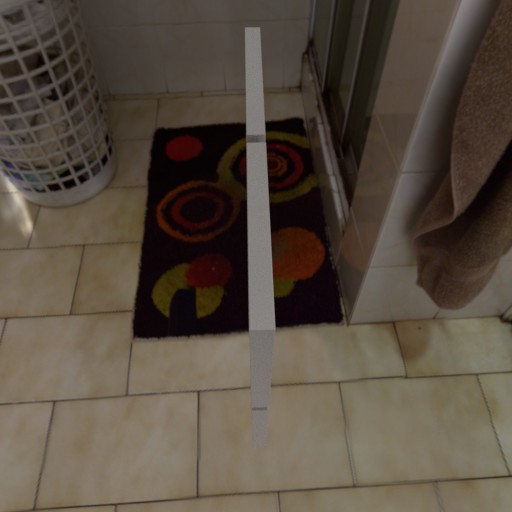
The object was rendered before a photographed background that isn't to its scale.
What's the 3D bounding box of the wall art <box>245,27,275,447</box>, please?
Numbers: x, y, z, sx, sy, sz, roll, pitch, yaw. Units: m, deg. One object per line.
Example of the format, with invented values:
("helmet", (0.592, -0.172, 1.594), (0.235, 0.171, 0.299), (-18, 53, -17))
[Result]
("wall art", (0.000, 0.000, 0.903), (0.029, 0.611, 0.611), (-1, 56, -1))
